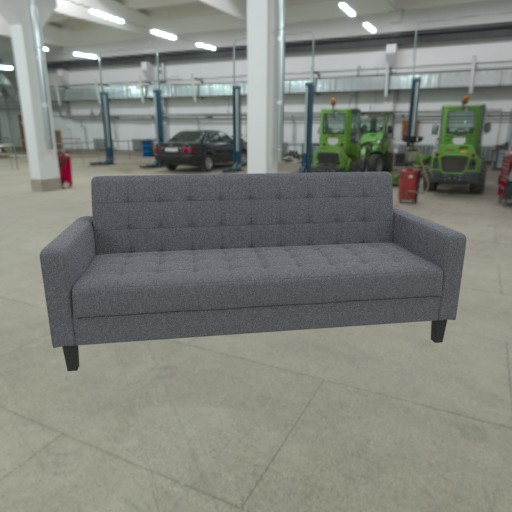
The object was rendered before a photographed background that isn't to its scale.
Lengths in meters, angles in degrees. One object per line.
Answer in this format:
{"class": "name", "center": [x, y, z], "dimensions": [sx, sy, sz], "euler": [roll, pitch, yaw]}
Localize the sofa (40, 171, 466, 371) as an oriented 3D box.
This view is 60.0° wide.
{"class": "sofa", "center": [0.000, 0.000, 2.470], "dimensions": [2.040, 0.850, 0.810], "euler": [-2, 16, -8]}
